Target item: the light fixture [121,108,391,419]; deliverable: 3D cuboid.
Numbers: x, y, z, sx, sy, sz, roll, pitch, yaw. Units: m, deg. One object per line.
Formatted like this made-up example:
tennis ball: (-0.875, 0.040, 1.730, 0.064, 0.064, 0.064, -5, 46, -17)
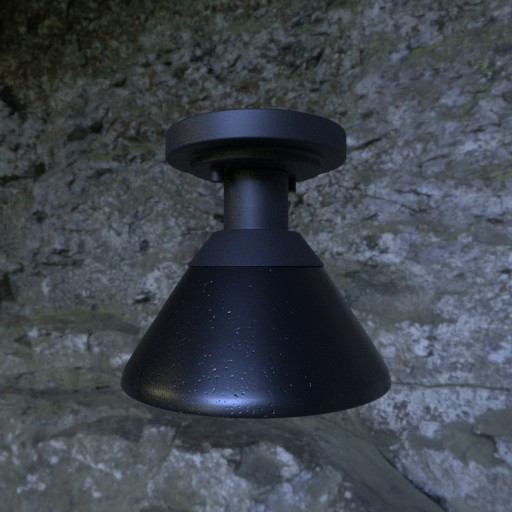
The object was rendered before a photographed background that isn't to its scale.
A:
light fixture: (0.000, 0.000, 0.345, 0.200, 0.183, 0.200, 0, -1, 0)
